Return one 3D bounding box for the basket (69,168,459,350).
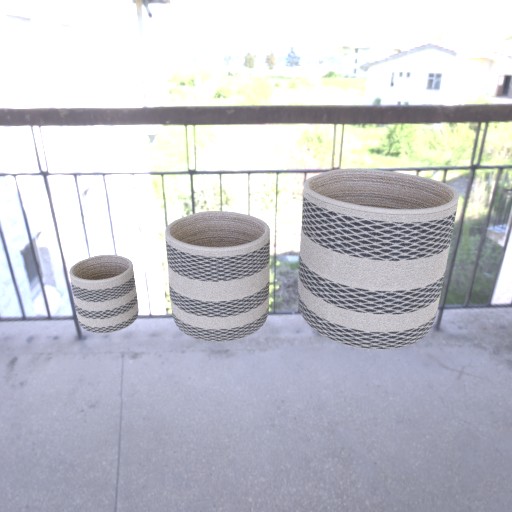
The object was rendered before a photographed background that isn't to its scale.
[{"bbox_3d":[0.000,0.000,1.093,0.917,0.356,0.351,-1,25,-1],"label":"basket"}]
